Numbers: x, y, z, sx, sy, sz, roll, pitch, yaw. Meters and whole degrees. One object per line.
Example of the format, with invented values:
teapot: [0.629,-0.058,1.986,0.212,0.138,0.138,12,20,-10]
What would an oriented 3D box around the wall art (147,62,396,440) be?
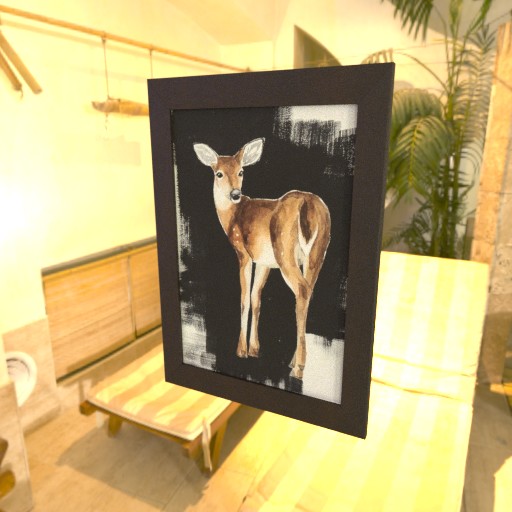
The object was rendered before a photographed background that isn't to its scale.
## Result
wall art: [0.000,0.000,0.657,0.359,0.508,0.013,7,17,25]
